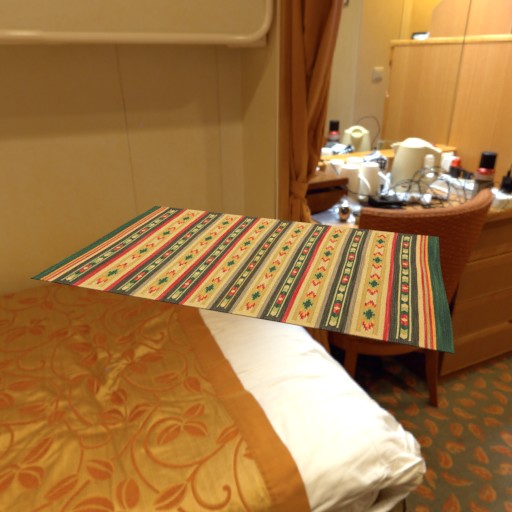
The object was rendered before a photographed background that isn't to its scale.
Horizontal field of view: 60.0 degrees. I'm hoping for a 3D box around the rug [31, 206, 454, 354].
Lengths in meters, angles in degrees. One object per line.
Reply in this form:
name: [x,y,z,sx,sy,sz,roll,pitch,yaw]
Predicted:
rug: [0.000,0.000,3.059,2.447,0.011,1.520,8,25,17]
